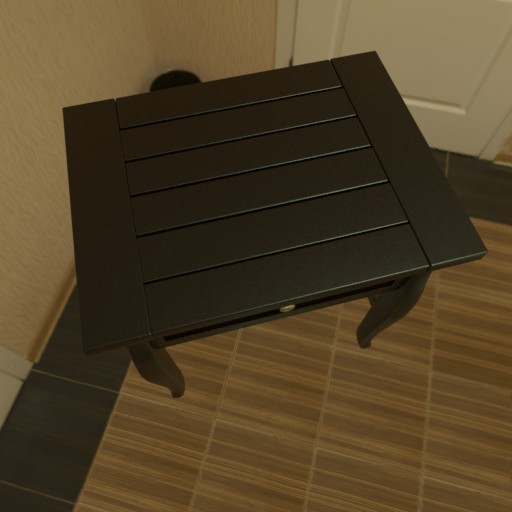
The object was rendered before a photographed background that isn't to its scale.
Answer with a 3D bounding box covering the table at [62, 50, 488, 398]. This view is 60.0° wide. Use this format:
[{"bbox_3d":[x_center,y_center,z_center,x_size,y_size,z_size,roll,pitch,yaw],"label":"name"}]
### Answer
[{"bbox_3d":[0.000,0.000,0.998,0.602,0.604,0.460,-13,64,-7],"label":"table"}]
